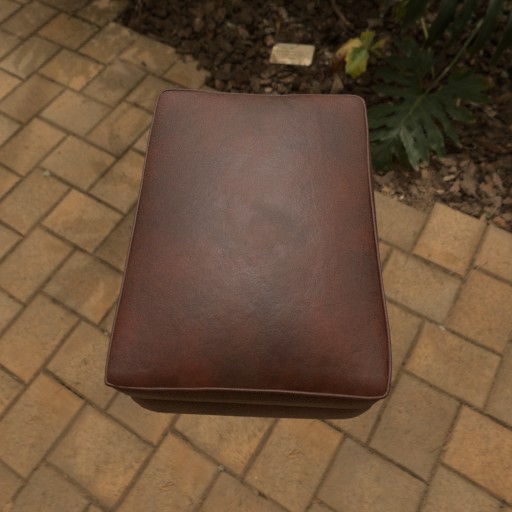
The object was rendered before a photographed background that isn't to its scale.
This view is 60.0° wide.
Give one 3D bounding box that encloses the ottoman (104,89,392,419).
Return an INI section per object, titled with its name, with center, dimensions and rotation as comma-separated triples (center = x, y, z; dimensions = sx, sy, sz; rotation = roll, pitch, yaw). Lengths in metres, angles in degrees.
[ottoman]
center = 0.000, 0.000, 0.982
dimensions = 0.501, 0.432, 0.665
rotation = 2, 63, 1
